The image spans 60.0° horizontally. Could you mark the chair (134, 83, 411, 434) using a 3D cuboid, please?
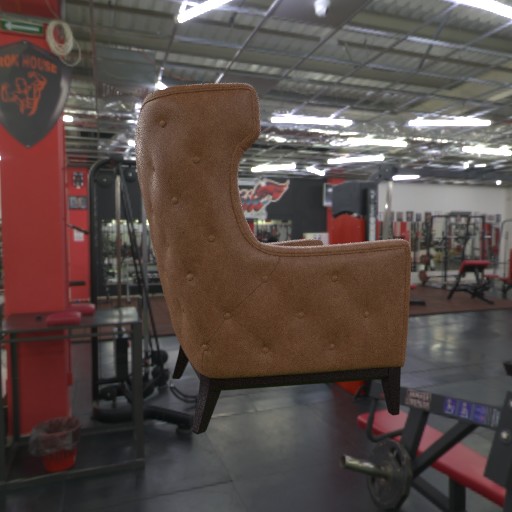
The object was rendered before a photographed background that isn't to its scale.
[{"bbox_3d":[0.000,0.000,1.718,0.899,1.079,0.766,-1,3,-17],"label":"chair"}]
